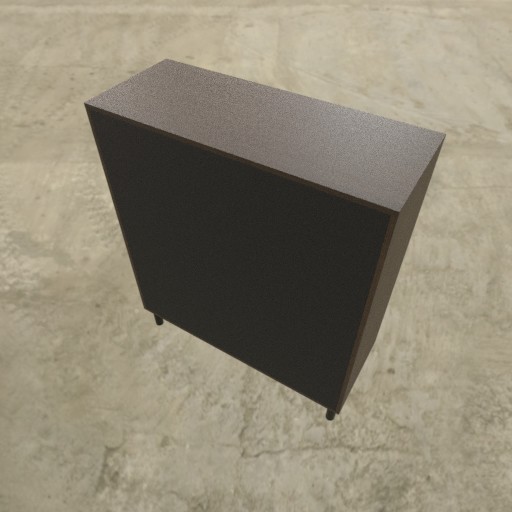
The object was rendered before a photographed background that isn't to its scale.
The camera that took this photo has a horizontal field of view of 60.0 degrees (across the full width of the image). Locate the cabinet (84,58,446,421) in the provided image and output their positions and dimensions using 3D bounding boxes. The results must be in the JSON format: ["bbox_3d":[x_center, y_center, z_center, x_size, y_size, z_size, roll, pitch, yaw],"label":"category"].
[{"bbox_3d":[0.000,0.000,1.728,1.010,1.170,0.400,24,50,21],"label":"cabinet"}]
